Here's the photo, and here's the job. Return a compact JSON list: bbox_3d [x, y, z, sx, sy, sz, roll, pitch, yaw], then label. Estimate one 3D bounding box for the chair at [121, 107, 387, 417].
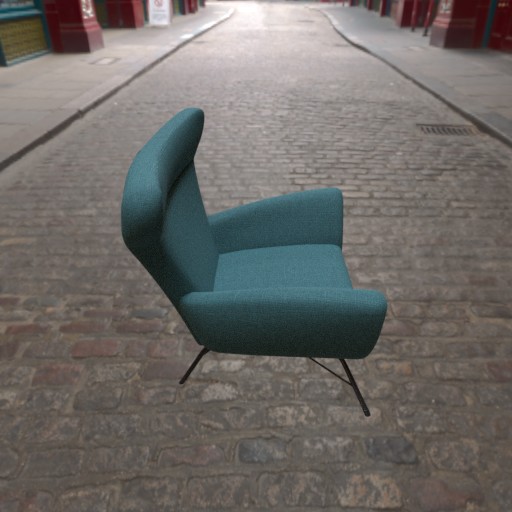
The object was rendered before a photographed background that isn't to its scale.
[{"bbox_3d":[0.000,0.000,1.809,0.900,0.980,1.050,0,31,0],"label":"chair"}]
